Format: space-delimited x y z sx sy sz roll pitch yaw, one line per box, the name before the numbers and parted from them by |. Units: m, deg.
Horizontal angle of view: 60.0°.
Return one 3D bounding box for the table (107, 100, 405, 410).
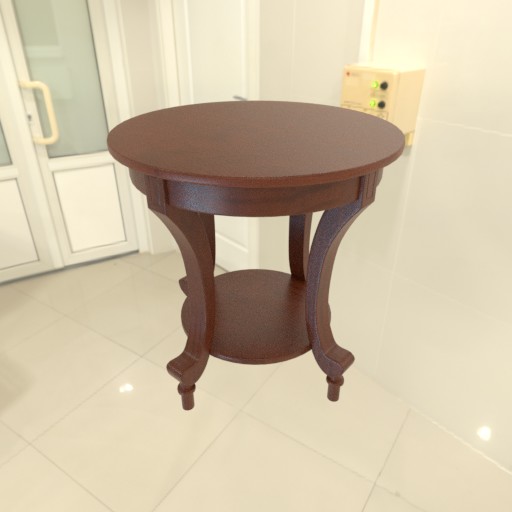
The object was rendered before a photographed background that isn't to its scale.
table | 0.000 0.000 1.072 0.597 0.612 0.597 0 30 0
